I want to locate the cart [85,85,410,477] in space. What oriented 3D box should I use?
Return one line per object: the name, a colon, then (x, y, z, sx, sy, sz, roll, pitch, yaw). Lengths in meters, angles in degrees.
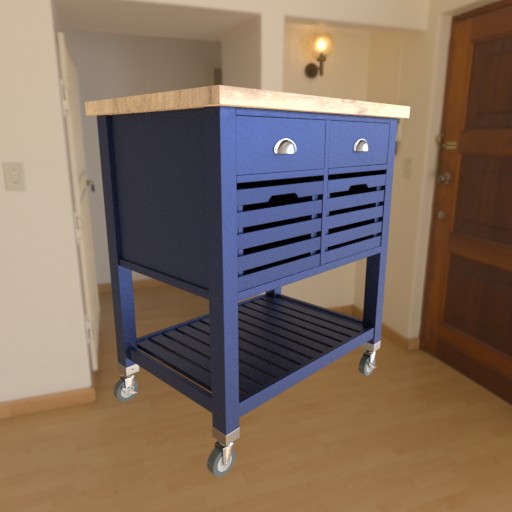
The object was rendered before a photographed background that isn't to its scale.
cart: (0.000, 0.000, 1.418, 0.567, 0.920, 0.797, 14, 20, 43)
